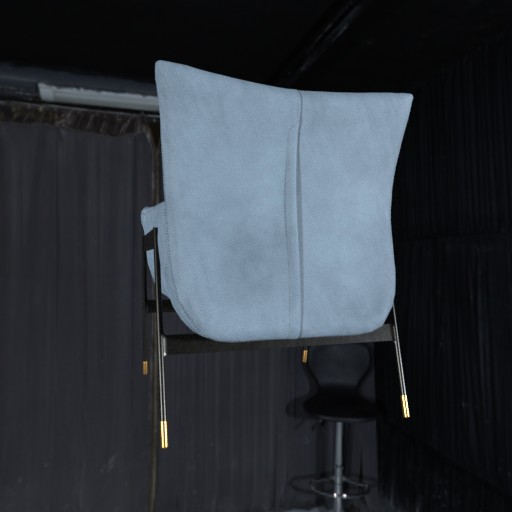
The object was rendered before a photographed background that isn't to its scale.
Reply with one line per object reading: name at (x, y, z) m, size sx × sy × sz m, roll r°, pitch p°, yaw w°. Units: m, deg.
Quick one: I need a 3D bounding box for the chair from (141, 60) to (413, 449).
chair at (0.000, 0.000, 1.385) m, size 0.678 × 0.858 × 0.709 m, roll 0°, pitch 0°, yaw -18°
